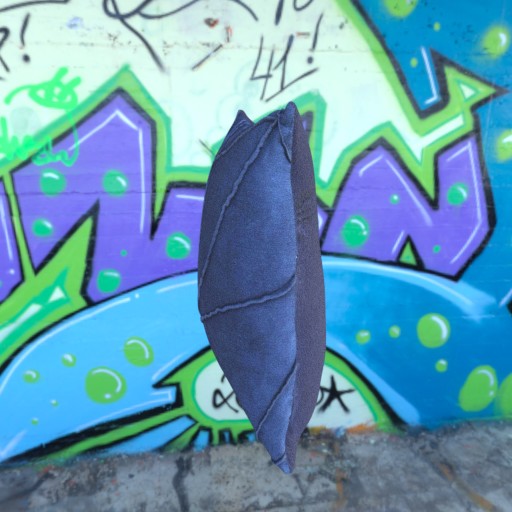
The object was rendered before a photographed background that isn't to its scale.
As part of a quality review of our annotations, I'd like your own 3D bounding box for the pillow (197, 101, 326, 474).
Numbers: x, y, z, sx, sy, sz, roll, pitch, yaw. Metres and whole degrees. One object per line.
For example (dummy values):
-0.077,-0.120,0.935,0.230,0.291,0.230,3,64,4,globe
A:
0.000,0.000,0.679,0.183,0.440,0.439,-2,16,-8,pillow
